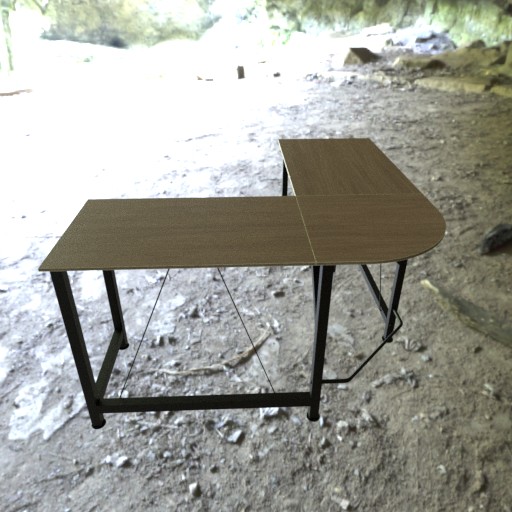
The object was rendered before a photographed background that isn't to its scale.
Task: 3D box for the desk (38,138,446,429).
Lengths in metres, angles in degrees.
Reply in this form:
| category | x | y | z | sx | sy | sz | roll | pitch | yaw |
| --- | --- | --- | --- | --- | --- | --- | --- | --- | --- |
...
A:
| category | x | y | z | sx | sy | sz | roll | pitch | yaw |
| --- | --- | --- | --- | --- | --- | --- | --- | --- | --- |
| desk | 0.000 | 0.000 | 2.181 | 1.400 | 0.762 | 1.400 | -1 | 30 | -2 |
